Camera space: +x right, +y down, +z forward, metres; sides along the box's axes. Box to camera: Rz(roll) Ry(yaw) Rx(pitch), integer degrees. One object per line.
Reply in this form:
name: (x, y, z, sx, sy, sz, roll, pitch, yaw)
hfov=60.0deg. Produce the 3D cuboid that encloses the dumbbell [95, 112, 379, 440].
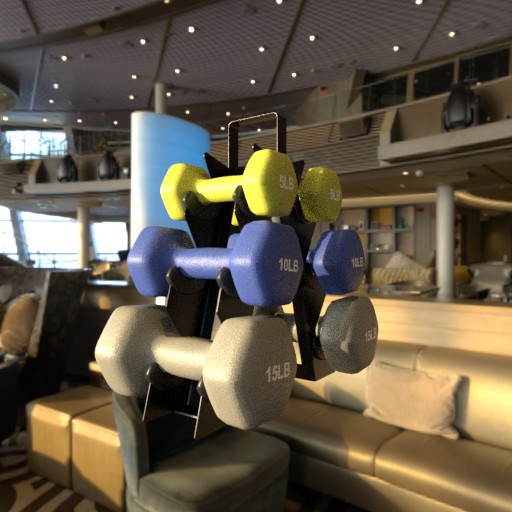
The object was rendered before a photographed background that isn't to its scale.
dumbbell: (0.000, 0.000, 0.688, 0.261, 0.426, 0.416, 0, 0, 36)
